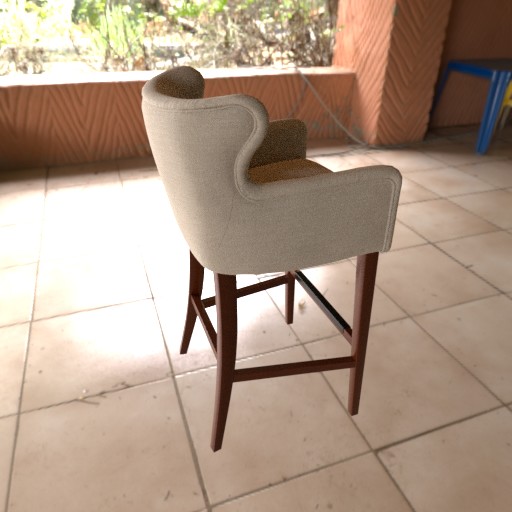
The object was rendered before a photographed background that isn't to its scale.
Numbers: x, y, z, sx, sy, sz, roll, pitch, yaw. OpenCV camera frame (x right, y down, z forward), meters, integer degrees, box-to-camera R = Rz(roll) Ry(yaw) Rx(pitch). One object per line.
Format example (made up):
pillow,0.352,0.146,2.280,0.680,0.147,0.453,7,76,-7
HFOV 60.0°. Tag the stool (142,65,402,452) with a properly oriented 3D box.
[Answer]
stool,0.000,0.000,1.349,0.563,1.034,0.556,-11,32,-18
